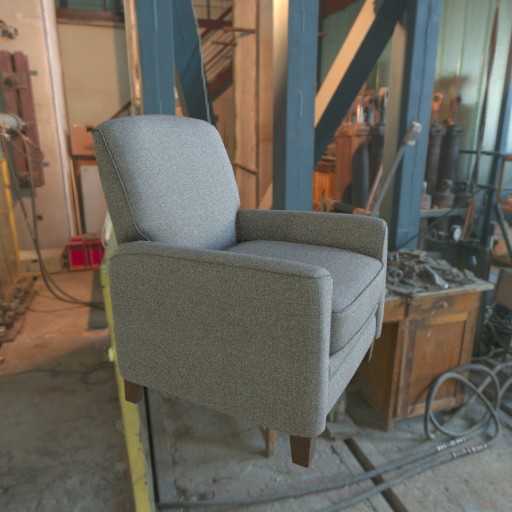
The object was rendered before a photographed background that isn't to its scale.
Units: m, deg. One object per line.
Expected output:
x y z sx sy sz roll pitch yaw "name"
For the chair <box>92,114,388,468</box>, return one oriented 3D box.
0.000 0.000 1.648 0.864 1.014 0.848 8 18 27 "chair"
